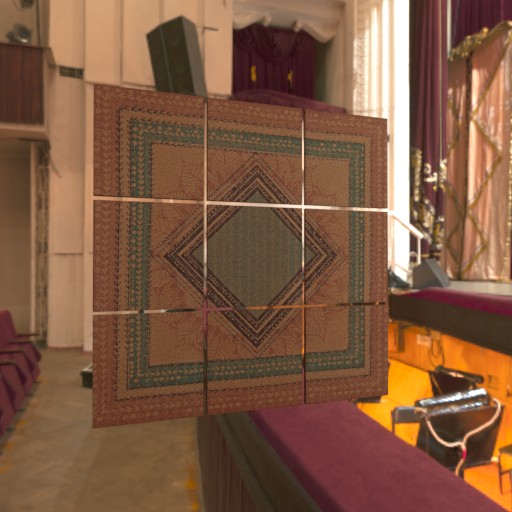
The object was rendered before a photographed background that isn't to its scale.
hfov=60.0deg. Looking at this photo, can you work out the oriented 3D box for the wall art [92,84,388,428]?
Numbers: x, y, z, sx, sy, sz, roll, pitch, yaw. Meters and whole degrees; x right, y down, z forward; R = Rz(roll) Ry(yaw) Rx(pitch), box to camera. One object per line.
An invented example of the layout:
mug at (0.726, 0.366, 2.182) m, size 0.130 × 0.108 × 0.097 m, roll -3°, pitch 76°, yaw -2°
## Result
wall art at (0.000, 0.000, 1.326) m, size 0.915 × 0.914 × 0.013 m, roll 0°, pitch -1°, yaw -19°
